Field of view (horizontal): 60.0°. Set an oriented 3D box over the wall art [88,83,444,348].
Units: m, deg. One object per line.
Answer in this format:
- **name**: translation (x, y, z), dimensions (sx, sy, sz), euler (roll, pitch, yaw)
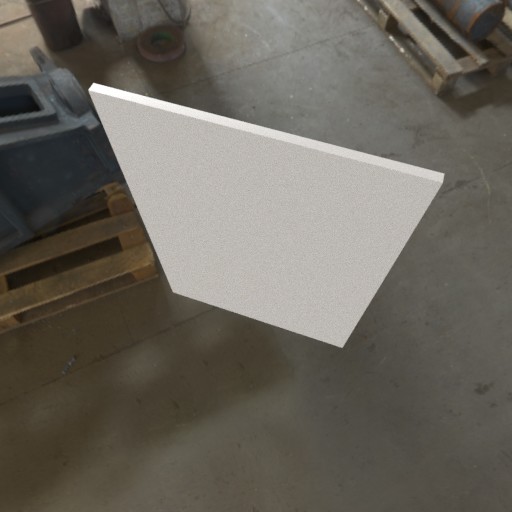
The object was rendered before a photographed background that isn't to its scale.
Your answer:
- **wall art**: translation (0.000, 0.000, 0.597), dimensions (0.325, 0.474, 0.010), euler (17, 64, 9)
